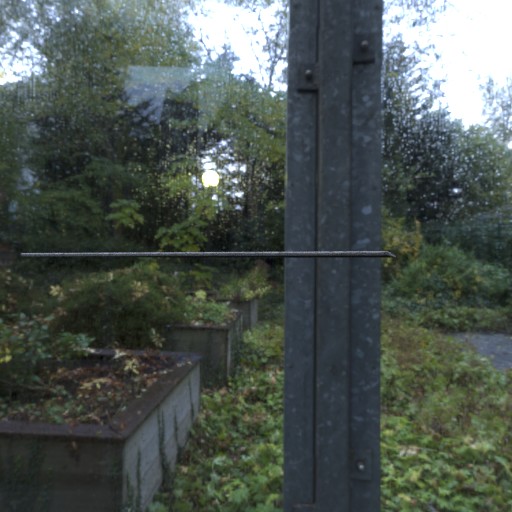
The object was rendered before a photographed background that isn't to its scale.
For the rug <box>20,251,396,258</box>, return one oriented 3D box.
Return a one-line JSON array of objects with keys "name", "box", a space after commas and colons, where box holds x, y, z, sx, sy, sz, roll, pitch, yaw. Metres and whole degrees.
[{"name": "rug", "box": [0.000, 0.000, 4.116, 2.449, 0.025, 3.049, 0, 0, 18]}]
